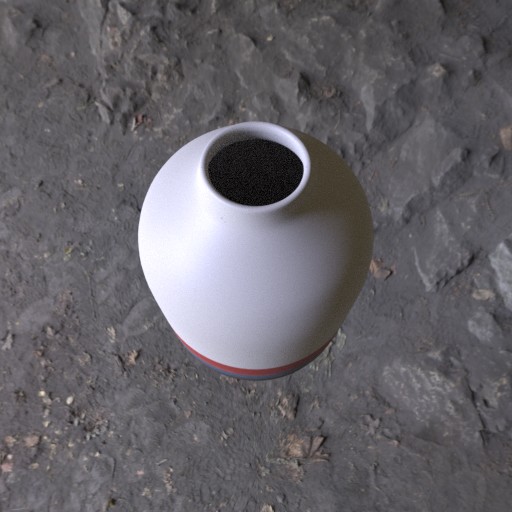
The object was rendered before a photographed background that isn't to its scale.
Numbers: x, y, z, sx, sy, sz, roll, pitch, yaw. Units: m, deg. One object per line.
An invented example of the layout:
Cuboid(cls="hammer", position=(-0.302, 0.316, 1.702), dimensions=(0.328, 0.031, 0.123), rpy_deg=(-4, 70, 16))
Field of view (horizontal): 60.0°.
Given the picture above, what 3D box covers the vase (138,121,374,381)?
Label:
Cuboid(cls="vase", position=(0.000, 0.000, 0.355), dimensions=(0.169, 0.237, 0.169), rpy_deg=(0, 64, 0))
